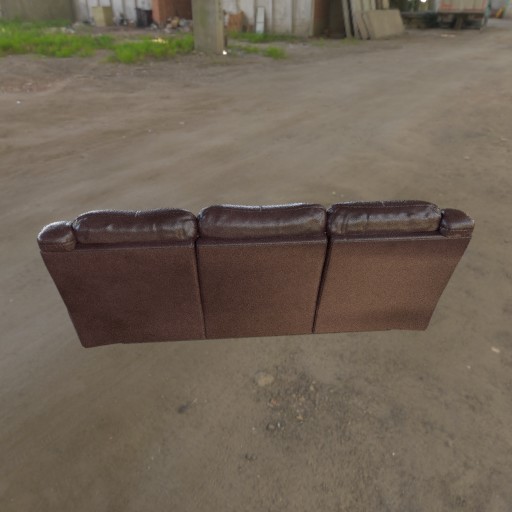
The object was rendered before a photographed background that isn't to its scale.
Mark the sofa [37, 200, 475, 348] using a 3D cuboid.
[{"bbox_3d":[0.000,0.000,2.835,2.337,1.043,0.991,-2,31,-4],"label":"sofa"}]
